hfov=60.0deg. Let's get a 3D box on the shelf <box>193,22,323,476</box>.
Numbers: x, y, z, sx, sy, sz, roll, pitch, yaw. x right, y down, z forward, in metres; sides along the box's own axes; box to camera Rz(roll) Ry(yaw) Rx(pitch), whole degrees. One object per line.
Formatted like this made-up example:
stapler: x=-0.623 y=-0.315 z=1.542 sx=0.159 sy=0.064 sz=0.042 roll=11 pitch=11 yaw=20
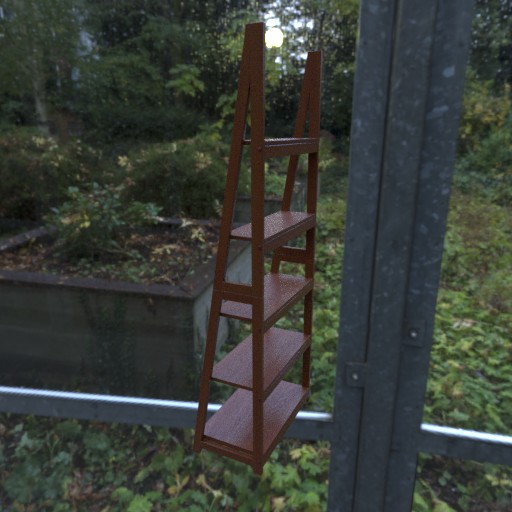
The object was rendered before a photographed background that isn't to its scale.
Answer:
shelf: x=0.000 y=0.000 z=2.022 sx=0.356 sy=1.780 sz=0.630 roll=8 pitch=18 yaw=25
